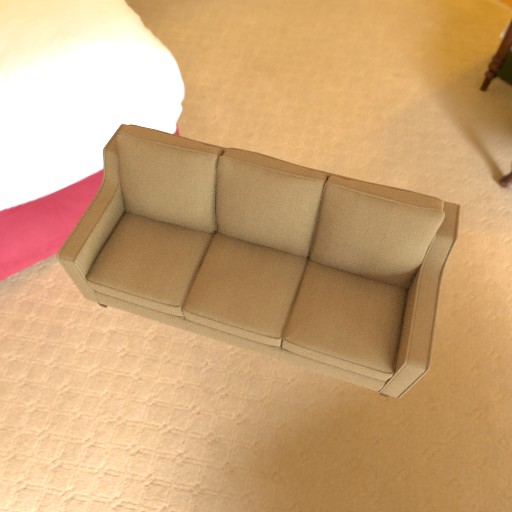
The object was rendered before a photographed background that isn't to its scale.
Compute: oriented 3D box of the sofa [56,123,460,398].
[{"bbox_3d":[0.000,0.000,2.568,1.986,0.974,0.911,16,60,9],"label":"sofa"}]
